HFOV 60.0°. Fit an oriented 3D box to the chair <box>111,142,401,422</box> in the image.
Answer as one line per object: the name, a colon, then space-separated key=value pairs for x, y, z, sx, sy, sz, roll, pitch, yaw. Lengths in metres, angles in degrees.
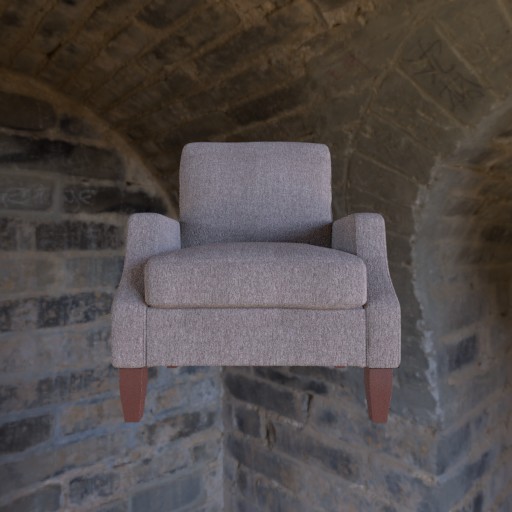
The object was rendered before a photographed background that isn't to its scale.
chair: x=0.000 y=0.000 z=1.697 sx=0.855 sy=0.993 sz=0.897 roll=0 pitch=0 yaw=0
